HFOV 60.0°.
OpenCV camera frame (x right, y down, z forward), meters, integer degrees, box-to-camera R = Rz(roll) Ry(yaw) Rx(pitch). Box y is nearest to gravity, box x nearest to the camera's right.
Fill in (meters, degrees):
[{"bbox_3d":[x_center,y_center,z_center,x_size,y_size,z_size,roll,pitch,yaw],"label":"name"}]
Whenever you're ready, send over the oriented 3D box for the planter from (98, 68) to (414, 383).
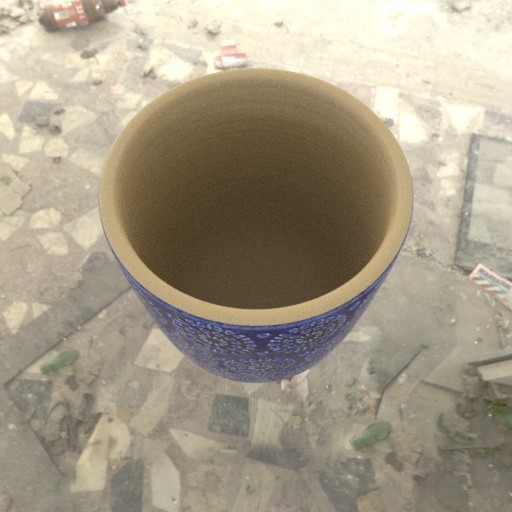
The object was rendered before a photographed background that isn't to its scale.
[{"bbox_3d":[0.000,0.000,0.347,0.184,0.206,0.184,0,63,0],"label":"planter"}]
